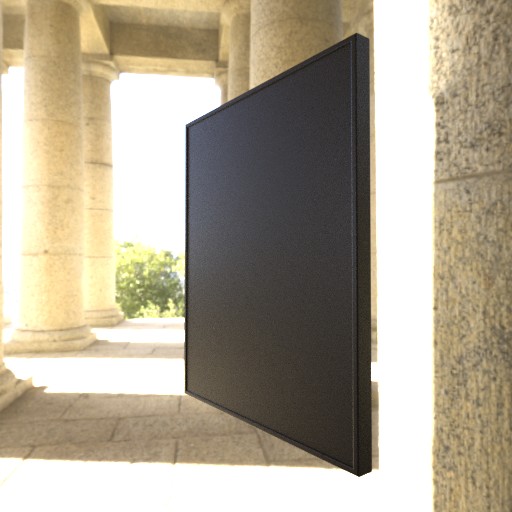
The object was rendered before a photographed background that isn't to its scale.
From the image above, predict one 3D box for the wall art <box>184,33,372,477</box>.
[{"bbox_3d":[0.000,0.000,0.736,0.028,0.551,0.451,1,-2,-37],"label":"wall art"}]
